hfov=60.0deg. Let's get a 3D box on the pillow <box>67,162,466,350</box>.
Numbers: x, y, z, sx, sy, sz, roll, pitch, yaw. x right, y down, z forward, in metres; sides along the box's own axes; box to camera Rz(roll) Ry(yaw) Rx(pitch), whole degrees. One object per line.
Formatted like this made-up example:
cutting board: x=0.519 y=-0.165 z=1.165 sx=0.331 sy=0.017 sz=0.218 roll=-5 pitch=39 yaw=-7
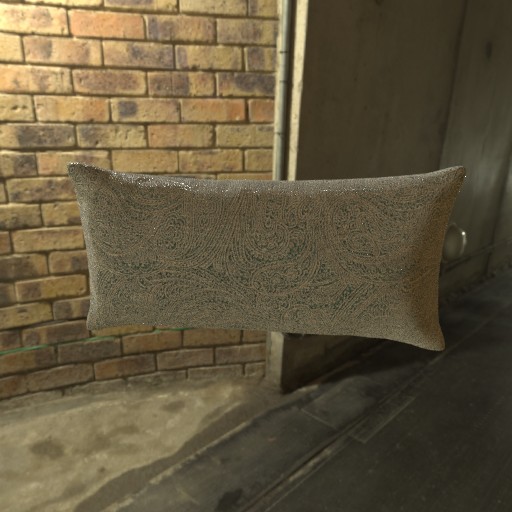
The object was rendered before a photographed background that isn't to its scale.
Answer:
pillow: x=0.000 y=0.000 z=0.719 sx=0.615 sy=0.295 sz=0.151 roll=2 pitch=16 yaw=7
